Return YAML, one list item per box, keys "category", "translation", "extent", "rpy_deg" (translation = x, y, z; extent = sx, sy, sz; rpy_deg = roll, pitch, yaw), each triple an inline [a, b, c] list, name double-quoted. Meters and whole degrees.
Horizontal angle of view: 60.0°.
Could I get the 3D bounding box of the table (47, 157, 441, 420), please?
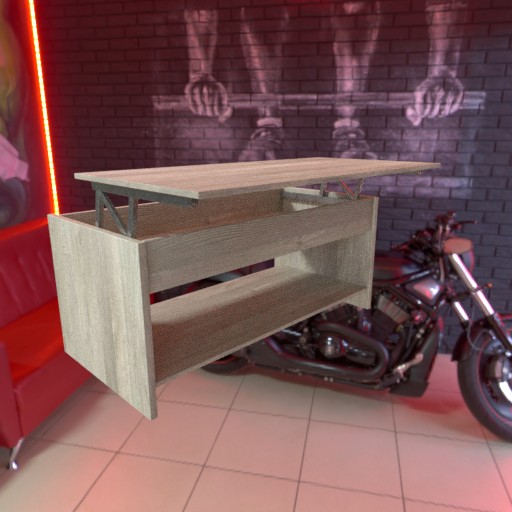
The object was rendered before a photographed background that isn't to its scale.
- category: "table"
  translation: [0.000, 0.000, 1.424]
  extent: [0.712, 0.570, 1.000]
  rpy_deg: [15, 22, 43]
